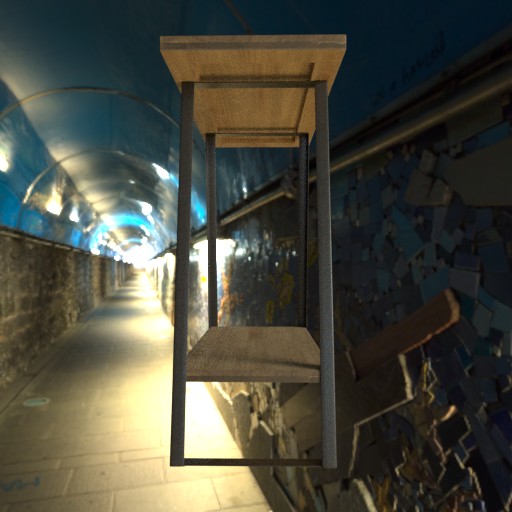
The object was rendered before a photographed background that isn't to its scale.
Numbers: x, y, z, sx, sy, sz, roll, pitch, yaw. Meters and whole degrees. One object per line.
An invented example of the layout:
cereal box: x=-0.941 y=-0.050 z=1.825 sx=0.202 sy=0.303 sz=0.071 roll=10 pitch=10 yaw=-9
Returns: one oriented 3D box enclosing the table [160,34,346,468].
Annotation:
table: x=0.000 y=0.000 z=1.006 sx=0.300 sy=0.701 sz=0.599 roll=0 pitch=-1 yaw=1
